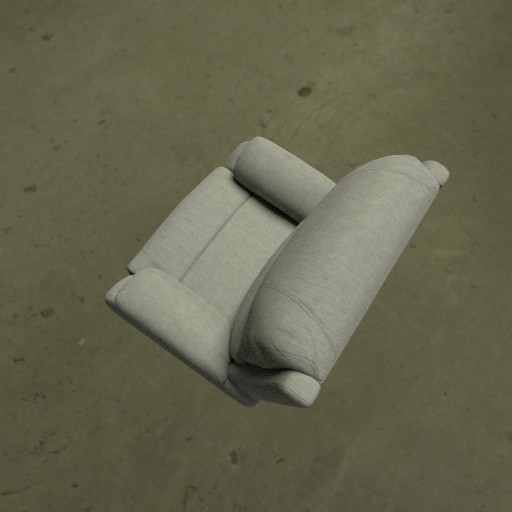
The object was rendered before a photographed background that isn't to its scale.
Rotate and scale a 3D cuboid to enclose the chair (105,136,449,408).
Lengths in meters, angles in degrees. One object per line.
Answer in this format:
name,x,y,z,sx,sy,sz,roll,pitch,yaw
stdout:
chair,0.000,0.000,1.697,0.899,1.011,0.930,32,68,14
